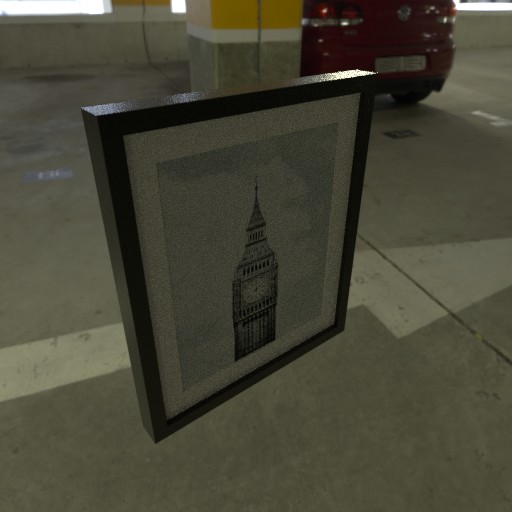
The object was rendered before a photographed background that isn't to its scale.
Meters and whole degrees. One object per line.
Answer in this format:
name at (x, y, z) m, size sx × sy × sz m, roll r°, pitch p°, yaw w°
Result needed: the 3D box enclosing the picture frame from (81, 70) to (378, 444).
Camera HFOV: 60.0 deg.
picture frame at (0.000, 0.000, 0.524) m, size 0.328 × 0.378 × 0.034 m, roll -22°, pitch 37°, yaw -32°
